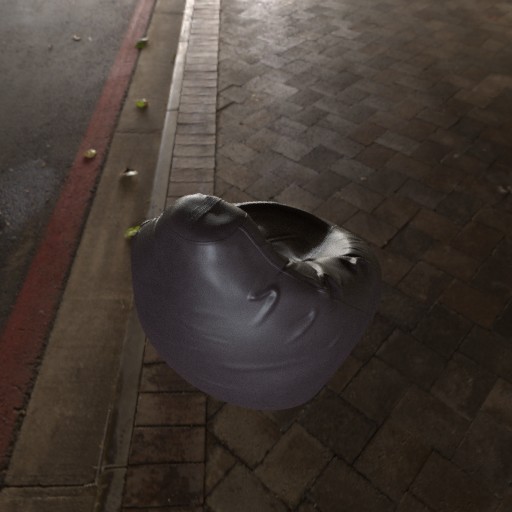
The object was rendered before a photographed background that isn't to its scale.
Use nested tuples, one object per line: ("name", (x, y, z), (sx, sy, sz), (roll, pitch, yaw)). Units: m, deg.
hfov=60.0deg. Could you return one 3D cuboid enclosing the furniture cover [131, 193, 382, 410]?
("furniture cover", (0.000, 0.000, 1.921), (1.070, 0.990, 1.070), (23, 51, 20))
